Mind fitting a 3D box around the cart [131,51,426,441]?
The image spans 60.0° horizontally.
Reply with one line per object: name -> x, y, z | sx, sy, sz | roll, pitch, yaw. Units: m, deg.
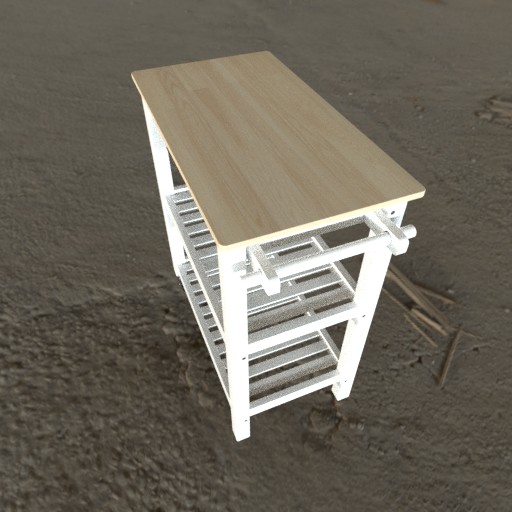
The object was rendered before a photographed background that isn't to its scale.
cart -> 0.000, 0.000, 1.442 | 0.457, 0.927, 0.899 | -16, 47, -16
